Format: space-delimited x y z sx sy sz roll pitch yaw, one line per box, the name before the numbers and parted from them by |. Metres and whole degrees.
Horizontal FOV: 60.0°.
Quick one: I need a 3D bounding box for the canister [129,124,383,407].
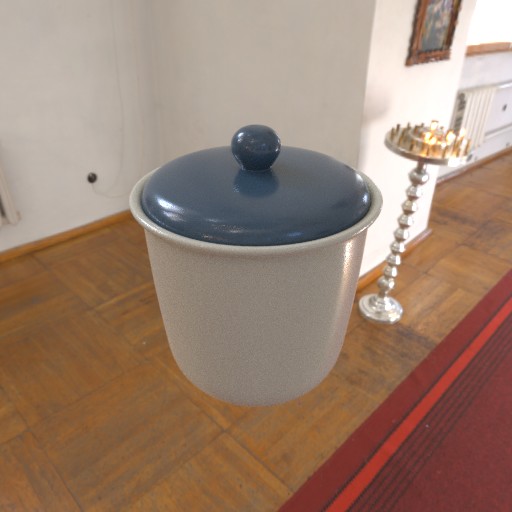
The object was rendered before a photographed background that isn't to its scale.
canister | 0.000 0.000 0.357 0.182 0.208 0.182 0 31 0
